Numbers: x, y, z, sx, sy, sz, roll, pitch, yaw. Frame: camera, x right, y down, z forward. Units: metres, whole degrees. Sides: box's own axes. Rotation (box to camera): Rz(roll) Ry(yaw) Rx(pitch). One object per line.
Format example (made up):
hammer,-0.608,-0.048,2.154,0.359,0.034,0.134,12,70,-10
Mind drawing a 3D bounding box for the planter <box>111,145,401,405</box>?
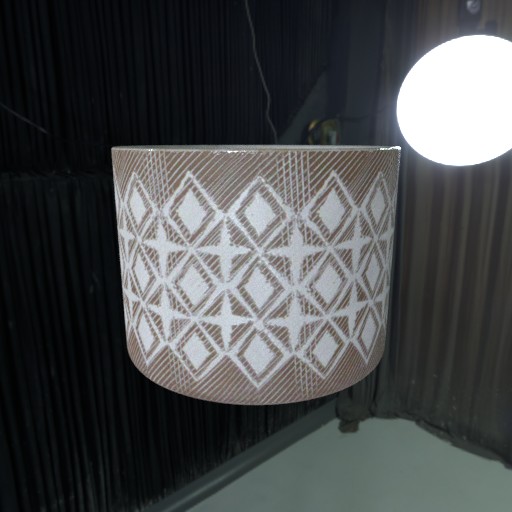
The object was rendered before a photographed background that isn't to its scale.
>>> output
planter,0.000,0.000,0.216,0.126,0.104,0.126,0,15,0
